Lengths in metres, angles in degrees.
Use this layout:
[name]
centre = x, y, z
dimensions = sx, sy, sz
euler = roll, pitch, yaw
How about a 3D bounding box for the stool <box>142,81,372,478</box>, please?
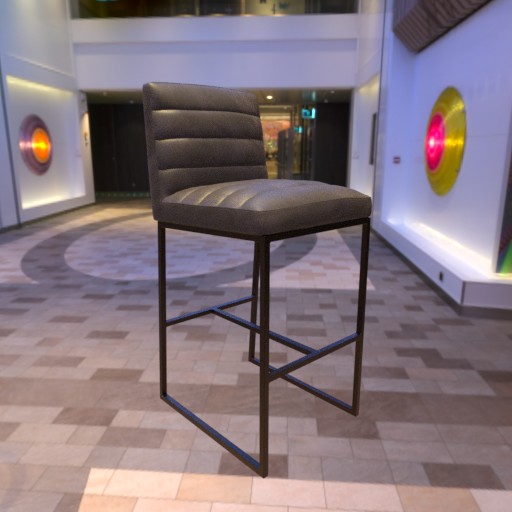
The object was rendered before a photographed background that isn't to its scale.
[stool]
centre = 0.000, 0.000, 1.402
dimensions = 0.463, 1.065, 0.562
euler = -12, 18, -41
